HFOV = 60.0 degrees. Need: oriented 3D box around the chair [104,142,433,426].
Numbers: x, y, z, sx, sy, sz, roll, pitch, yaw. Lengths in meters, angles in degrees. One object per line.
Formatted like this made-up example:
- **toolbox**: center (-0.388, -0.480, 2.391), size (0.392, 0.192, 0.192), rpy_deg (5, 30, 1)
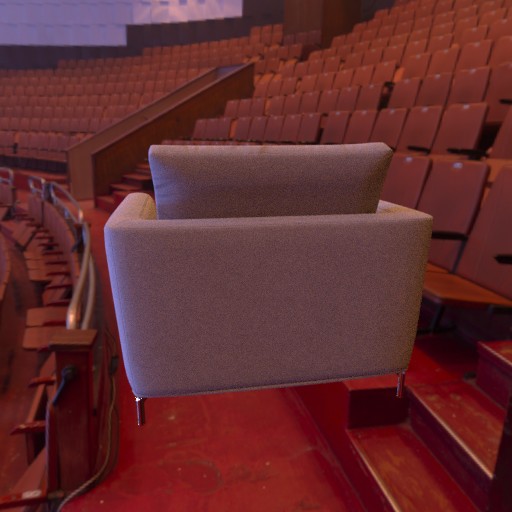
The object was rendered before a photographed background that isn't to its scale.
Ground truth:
- **chair**: center (0.000, 0.000, 1.738), size (1.041, 0.864, 0.889), rpy_deg (-3, 15, -10)
